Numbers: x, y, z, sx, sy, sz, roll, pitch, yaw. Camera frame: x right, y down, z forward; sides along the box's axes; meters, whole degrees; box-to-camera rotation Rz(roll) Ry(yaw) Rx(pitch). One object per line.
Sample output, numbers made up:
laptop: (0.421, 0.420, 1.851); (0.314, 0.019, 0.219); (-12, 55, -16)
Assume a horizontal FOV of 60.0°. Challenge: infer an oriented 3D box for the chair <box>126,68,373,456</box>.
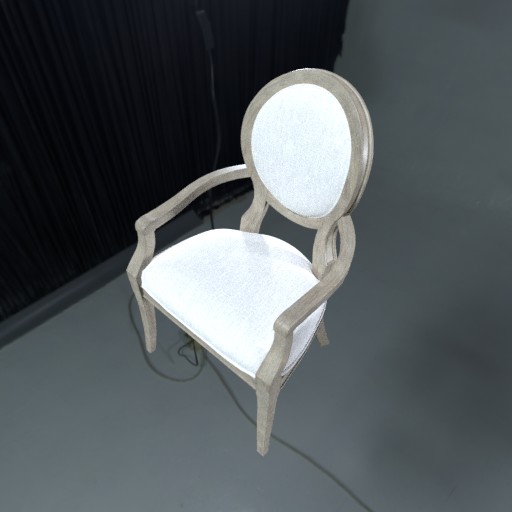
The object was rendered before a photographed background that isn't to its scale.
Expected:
chair: (0.000, 0.000, 1.391); (0.611, 0.991, 0.602); (33, 53, 28)
